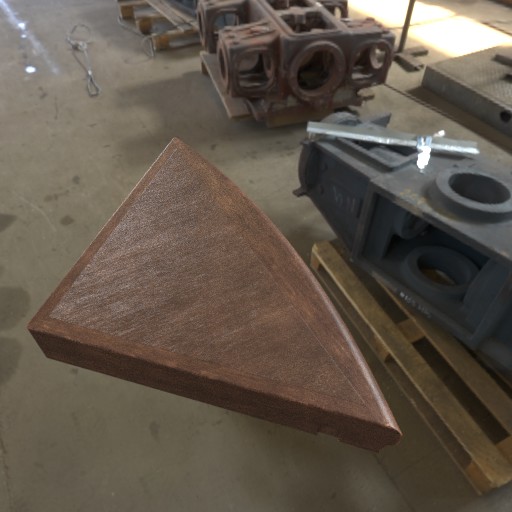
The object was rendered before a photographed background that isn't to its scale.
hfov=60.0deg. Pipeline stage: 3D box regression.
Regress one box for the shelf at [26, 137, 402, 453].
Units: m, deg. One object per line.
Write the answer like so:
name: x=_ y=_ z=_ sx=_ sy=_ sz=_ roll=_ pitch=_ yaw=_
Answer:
shelf: x=0.000 y=0.000 z=0.458 sx=0.310 sy=0.050 sz=0.310 roll=12 pitch=48 yaw=11
